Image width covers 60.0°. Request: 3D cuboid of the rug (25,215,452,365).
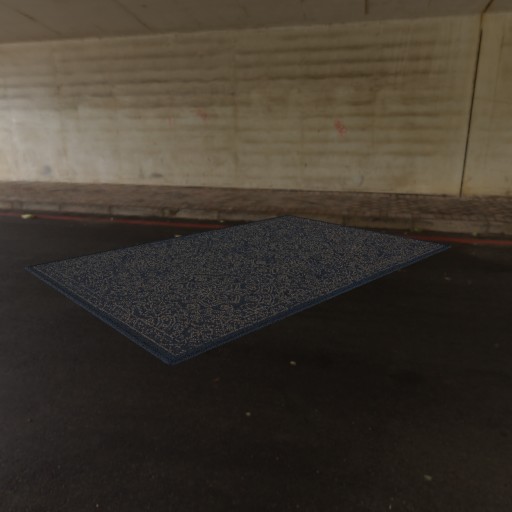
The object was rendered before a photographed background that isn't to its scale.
[{"bbox_3d":[0.000,0.000,2.255,1.829,0.010,1.219,-15,22,-42],"label":"rug"}]
